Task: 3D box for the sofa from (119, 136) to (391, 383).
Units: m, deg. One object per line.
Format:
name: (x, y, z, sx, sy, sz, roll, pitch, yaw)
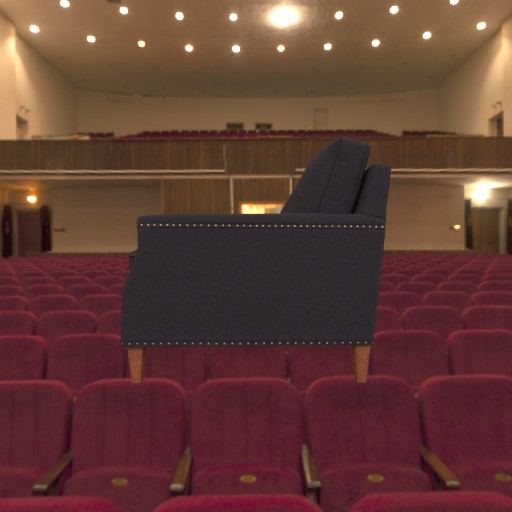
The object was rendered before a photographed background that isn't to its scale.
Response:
sofa: (0.000, 0.000, 2.815, 1.084, 1.003, 2.246, 0, 0, 0)
